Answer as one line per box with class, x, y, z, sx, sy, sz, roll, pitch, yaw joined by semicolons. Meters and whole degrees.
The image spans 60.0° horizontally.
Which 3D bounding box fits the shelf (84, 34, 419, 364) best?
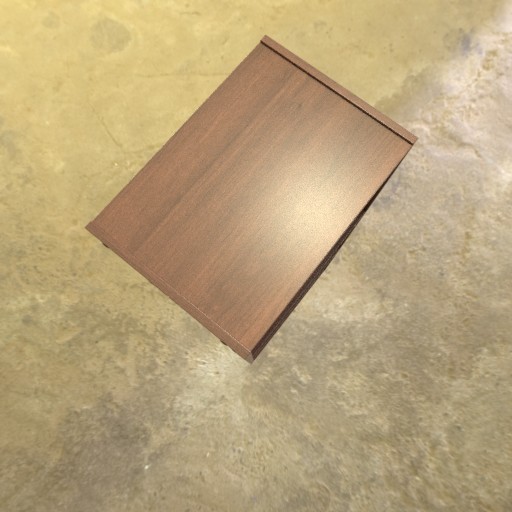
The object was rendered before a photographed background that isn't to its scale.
shelf;0.000;0.000;1.066;0.290;0.879;0.414;38;79;9
